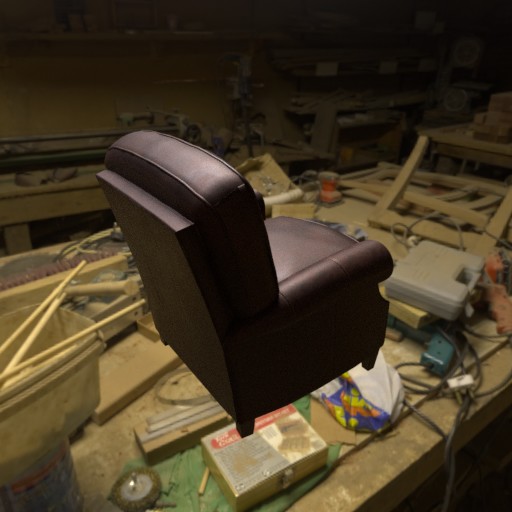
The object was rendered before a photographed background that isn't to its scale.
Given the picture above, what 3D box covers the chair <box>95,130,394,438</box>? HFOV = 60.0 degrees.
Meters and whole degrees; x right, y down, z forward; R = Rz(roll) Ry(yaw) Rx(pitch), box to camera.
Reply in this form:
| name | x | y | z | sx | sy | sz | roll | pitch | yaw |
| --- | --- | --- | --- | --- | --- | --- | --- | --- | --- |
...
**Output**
| name | x | y | z | sx | sy | sz | roll | pitch | yaw |
| --- | --- | --- | --- | --- | --- | --- | --- | --- | --- |
| chair | 0.000 | 0.000 | 1.797 | 0.986 | 1.018 | 0.936 | -17 | 31 | -31 |
